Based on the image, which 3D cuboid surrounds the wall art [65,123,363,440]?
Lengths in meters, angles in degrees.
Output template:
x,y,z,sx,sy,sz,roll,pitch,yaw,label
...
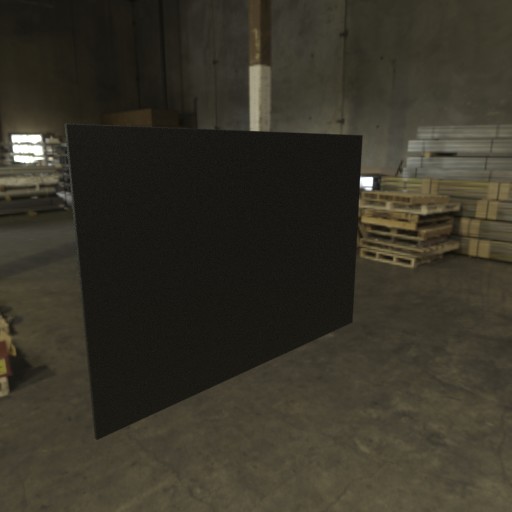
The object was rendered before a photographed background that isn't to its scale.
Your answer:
x,y,z,sx,sy,sz,roll,pitch,yaw,label
0.000,0.000,1.493,1.192,0.811,0.013,-13,18,-42,wall art
